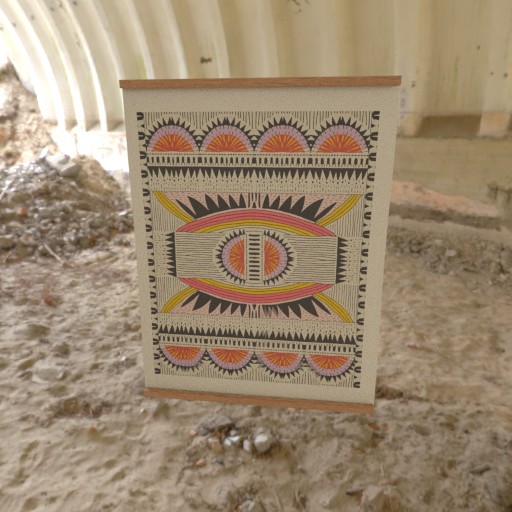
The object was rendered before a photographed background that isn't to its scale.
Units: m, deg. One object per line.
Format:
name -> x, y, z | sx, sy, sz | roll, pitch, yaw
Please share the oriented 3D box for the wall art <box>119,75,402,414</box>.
wall art -> 0.000, 0.000, 0.707 | 0.403, 0.527, 0.028 | 2, 16, 7
